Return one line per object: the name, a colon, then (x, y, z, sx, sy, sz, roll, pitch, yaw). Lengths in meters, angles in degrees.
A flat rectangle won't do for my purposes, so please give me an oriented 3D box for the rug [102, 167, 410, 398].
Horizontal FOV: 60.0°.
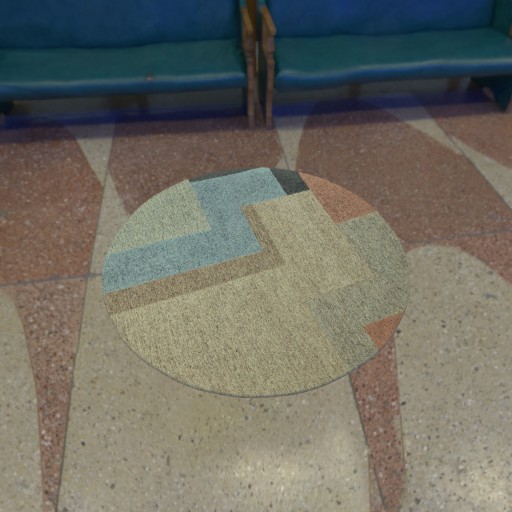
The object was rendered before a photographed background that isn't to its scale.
rug: (0.000, 0.000, 3.637, 2.461, 0.033, 2.461, 0, 46, 0)
